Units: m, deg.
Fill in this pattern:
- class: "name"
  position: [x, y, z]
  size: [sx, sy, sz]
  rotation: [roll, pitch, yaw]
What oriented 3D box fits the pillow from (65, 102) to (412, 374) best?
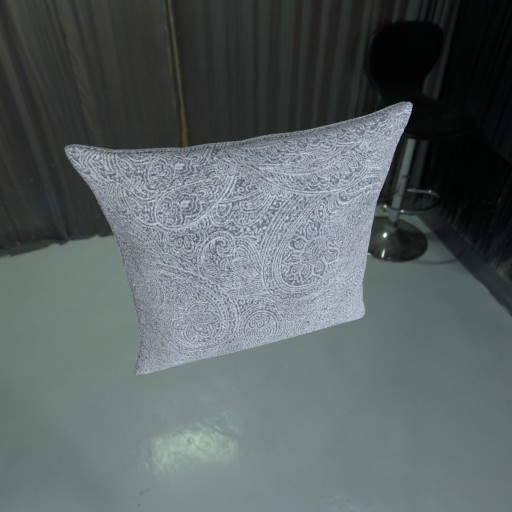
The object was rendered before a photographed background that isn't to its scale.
- class: "pillow"
  position: [0.000, 0.000, 0.799]
  size: [0.523, 0.510, 0.166]
  rotation: [-11, 42, -13]
